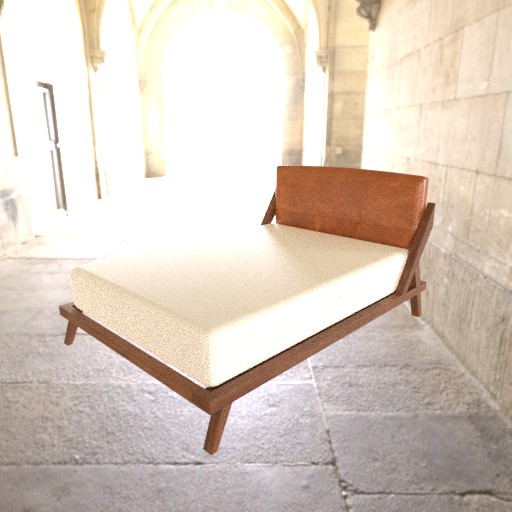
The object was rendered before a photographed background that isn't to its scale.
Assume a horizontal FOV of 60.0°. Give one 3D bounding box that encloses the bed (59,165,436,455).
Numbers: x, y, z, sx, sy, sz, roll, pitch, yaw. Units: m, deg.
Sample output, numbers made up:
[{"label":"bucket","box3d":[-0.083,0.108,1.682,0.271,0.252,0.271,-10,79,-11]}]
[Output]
[{"label":"bed","box3d":[0.000,0.000,3.301,1.651,1.168,2.311,15,22,42]}]
